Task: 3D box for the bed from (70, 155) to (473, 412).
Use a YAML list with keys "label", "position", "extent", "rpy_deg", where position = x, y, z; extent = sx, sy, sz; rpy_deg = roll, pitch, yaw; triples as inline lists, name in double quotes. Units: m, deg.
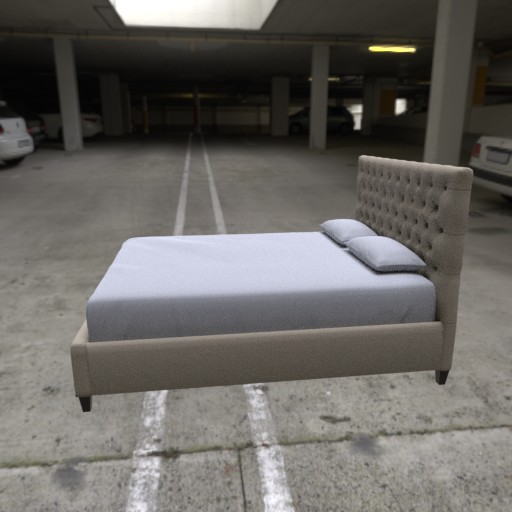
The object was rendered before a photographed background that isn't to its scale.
- label: "bed"
  position: [0.000, 0.000, 3.405]
  extent: [2.387, 1.427, 1.698]
  rpy_deg: [-2, 15, -7]
